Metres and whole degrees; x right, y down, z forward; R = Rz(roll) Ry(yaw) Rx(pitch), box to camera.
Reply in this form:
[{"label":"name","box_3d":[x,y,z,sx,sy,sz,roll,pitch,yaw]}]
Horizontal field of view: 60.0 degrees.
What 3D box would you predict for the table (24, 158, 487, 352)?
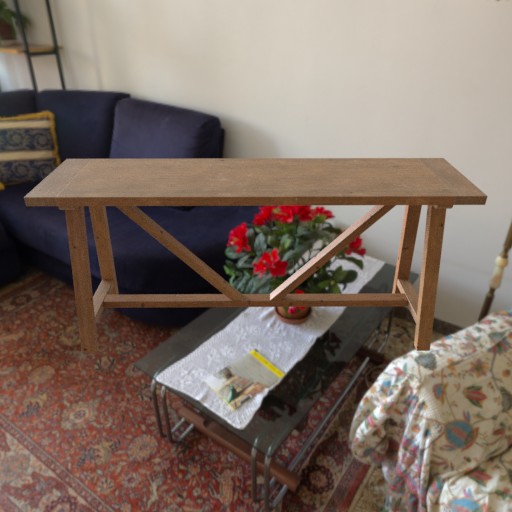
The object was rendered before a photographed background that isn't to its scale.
[{"label":"table","box_3d":[0.000,0.000,2.125,1.800,0.810,0.465,0,31,0]}]
